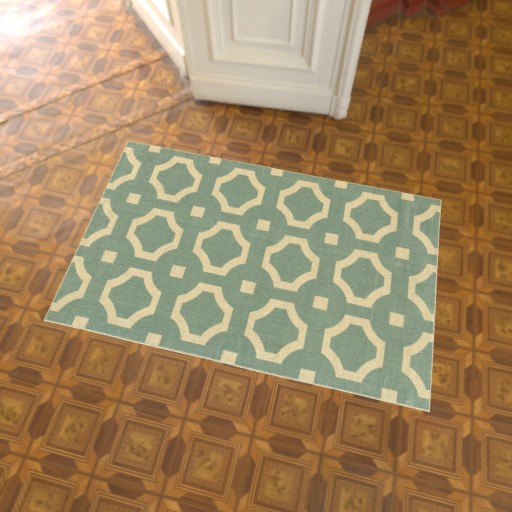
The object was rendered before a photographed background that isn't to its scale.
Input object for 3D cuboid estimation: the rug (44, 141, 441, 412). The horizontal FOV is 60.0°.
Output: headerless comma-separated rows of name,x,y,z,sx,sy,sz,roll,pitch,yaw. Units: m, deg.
rug,0.000,0.000,3.050,2.443,0.015,1.528,12,64,6
